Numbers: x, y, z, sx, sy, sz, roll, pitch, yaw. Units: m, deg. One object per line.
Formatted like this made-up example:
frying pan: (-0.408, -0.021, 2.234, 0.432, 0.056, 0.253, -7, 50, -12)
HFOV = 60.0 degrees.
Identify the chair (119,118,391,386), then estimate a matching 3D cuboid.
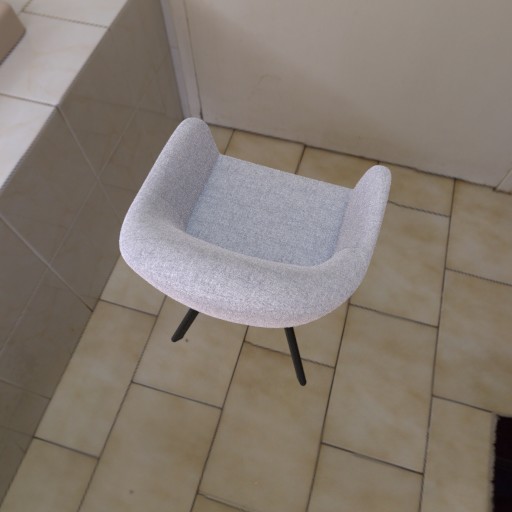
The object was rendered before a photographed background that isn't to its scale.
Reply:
chair: (0.000, 0.000, 1.166, 0.540, 0.780, 0.570, 17, 64, 8)
